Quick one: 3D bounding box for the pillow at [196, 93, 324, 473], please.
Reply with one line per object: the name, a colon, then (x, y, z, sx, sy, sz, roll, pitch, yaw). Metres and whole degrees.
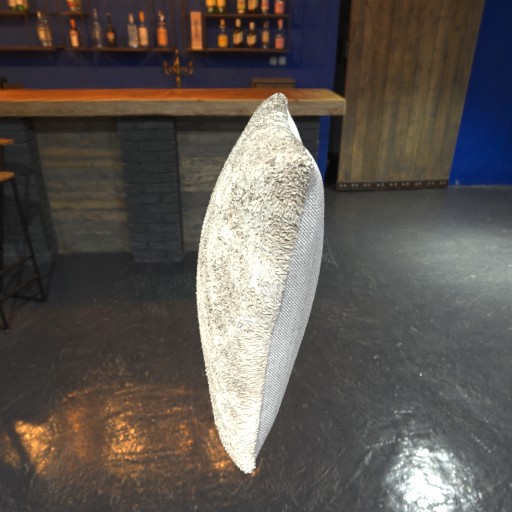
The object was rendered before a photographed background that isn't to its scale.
pillow: (0.000, 0.000, 0.817, 0.218, 0.515, 0.529, 0, 27, -1)
